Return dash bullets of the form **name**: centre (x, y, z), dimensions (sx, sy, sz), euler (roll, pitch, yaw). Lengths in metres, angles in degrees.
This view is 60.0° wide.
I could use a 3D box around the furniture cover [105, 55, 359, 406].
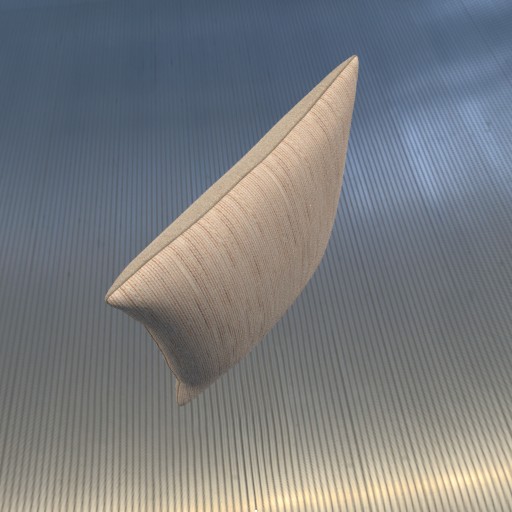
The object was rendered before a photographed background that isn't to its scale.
- **furniture cover**: centre (0.000, 0.000, 0.776), dimensions (0.178, 0.506, 0.512), euler (34, 65, 18)
